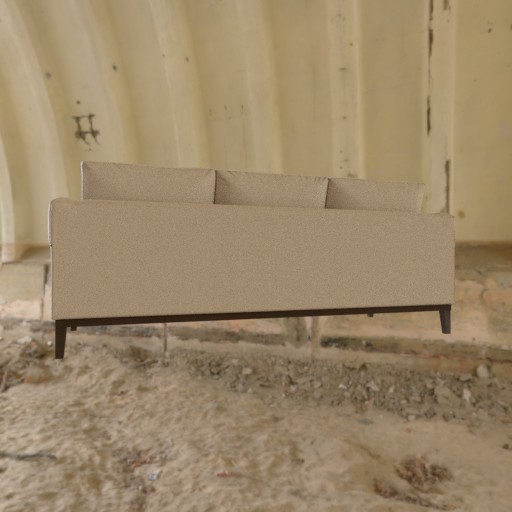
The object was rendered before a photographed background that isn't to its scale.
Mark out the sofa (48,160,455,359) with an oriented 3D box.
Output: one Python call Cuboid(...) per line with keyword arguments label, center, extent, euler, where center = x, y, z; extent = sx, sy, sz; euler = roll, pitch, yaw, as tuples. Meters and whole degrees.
Cuboid(label="sofa", center=(0.000, 0.000, 2.671), extent=(2.198, 0.911, 0.902), euler=(0, 0, -18))
